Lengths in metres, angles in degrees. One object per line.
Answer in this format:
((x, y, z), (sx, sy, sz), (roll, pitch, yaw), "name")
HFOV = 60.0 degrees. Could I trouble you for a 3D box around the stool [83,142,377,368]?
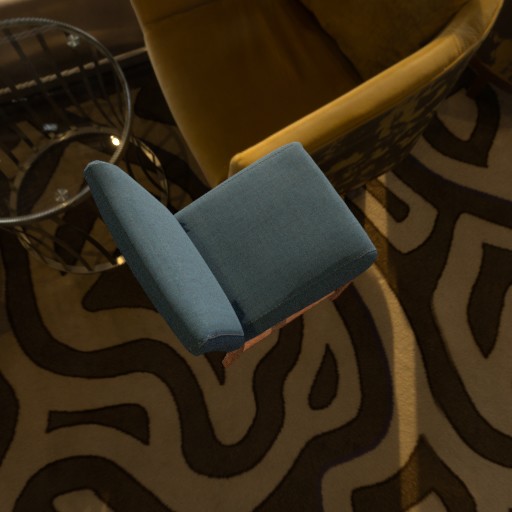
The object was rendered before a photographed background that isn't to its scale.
((0.000, 0.000, 1.370), (0.574, 1.088, 0.454), (-32, 77, -8), "stool")
